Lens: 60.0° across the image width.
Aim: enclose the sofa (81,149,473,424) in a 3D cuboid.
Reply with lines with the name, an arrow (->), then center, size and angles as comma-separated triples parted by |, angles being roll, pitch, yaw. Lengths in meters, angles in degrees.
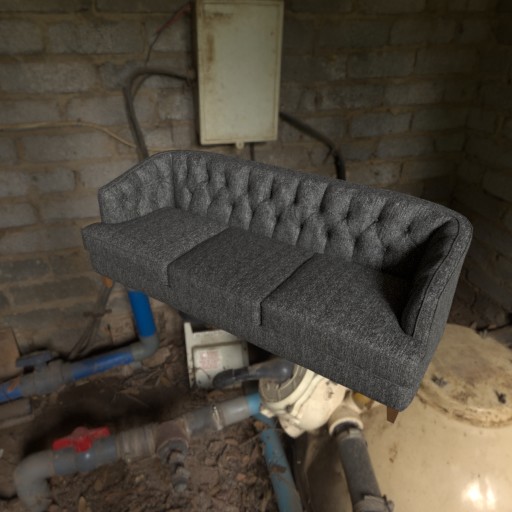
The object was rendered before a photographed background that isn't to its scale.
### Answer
sofa -> 0.000, 0.000, 2.748 | 2.278, 0.855, 0.941 | 19, 35, 29
